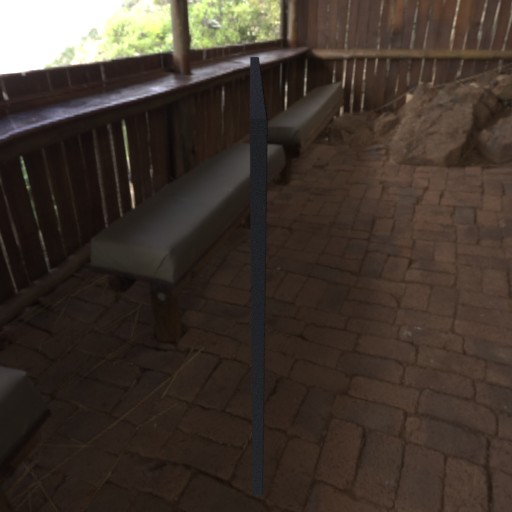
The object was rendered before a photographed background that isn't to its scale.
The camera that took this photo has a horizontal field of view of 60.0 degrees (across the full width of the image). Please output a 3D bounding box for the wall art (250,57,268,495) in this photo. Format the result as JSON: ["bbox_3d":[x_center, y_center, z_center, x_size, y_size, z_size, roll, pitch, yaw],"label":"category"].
[{"bbox_3d":[0.000,0.000,0.478,0.010,0.361,0.311,0,30,-1],"label":"wall art"}]
